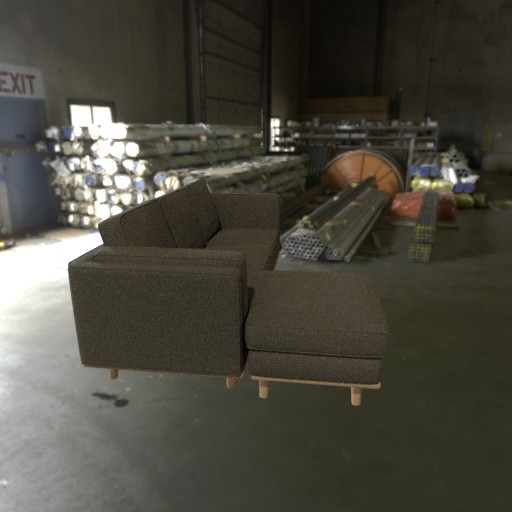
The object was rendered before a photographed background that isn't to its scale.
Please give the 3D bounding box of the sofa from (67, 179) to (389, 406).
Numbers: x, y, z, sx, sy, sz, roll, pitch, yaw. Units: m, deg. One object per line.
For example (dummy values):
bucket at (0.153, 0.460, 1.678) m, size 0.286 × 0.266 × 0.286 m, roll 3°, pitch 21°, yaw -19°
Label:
sofa at (0.000, 0.000, 3.269) m, size 1.604 × 0.929 × 2.411 m, roll 2°, pitch 16°, yaw 7°
